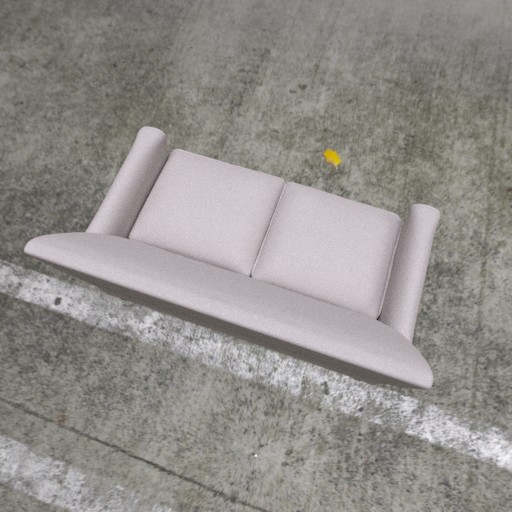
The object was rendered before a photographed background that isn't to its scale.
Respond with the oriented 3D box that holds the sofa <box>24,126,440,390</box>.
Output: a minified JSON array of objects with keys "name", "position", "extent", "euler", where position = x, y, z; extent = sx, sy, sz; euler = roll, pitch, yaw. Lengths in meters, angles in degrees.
[{"name":"sofa","position":[0.000,0.000,2.062],"extent":[1.482,0.890,0.888],"euler":[17,67,8]}]
